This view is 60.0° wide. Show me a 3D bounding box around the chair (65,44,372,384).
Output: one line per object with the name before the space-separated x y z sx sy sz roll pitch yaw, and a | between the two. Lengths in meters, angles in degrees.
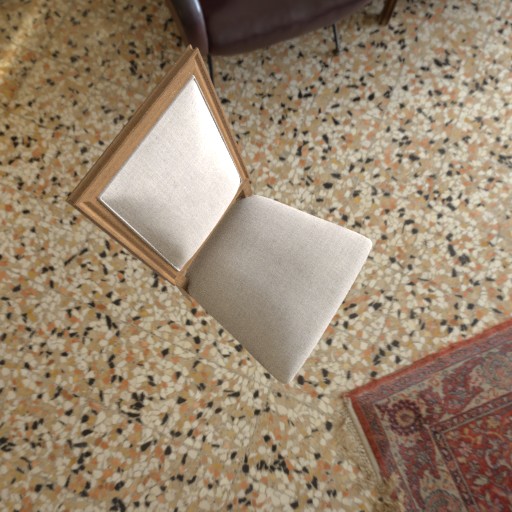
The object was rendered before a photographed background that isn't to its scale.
chair | 0.000 0.000 1.322 0.601 0.988 0.536 32 78 7
